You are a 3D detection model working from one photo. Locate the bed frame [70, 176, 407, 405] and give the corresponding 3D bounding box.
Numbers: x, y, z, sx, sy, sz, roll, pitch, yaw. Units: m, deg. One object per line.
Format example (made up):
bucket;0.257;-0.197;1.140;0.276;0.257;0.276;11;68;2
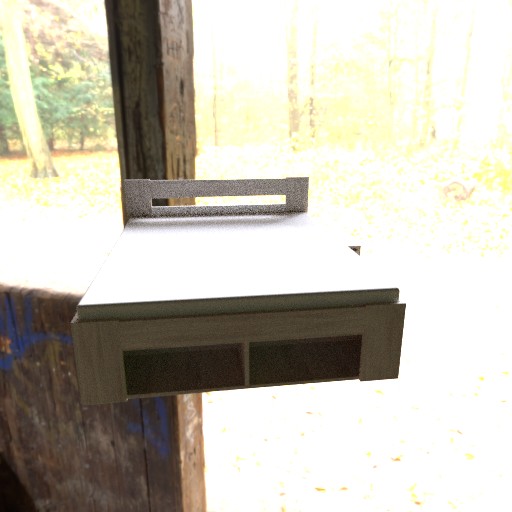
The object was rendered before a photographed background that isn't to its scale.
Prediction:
bed frame;0.000;0.000;3.180;2.040;0.860;2.050;-2;17;-8
